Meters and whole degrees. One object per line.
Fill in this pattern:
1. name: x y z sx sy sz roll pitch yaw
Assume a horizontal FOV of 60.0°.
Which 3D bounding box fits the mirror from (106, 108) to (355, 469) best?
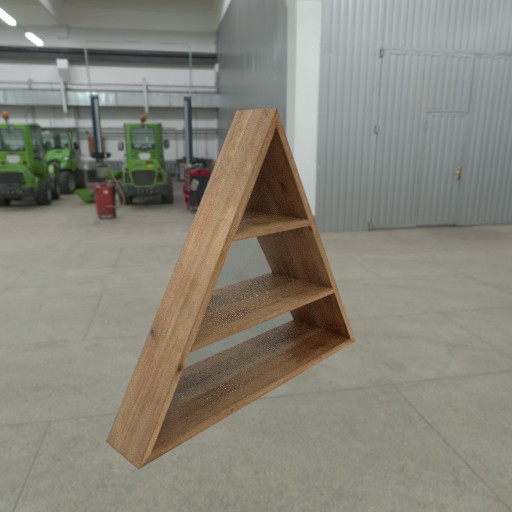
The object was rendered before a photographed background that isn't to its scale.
1. mirror: 0.000 0.000 0.869 0.100 0.548 0.631 13 19 42
